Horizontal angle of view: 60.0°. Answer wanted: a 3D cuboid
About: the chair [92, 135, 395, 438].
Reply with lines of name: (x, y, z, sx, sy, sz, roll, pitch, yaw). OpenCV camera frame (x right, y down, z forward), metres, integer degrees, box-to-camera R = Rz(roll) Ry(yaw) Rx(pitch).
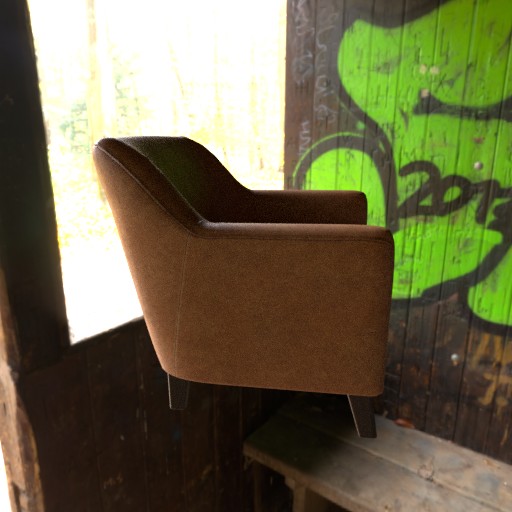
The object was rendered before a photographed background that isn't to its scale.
chair: (0.000, 0.000, 1.870, 1.034, 0.980, 1.037, 2, 16, 8)
